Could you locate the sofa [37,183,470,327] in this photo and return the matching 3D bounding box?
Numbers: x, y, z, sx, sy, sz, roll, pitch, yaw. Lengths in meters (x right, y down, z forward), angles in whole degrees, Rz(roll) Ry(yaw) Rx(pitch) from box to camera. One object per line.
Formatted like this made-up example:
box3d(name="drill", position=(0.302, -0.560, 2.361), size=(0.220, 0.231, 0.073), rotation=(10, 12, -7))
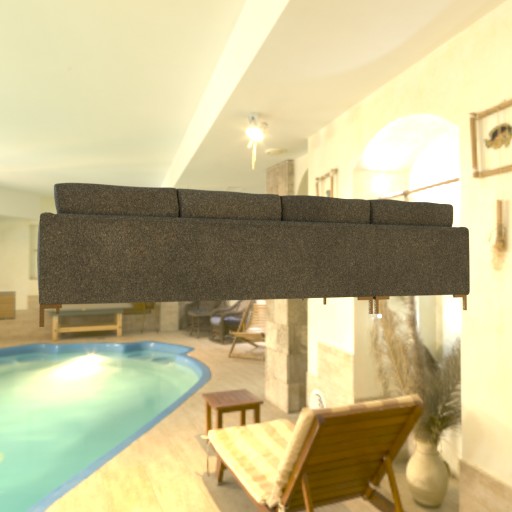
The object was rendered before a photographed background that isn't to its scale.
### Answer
box3d(name="sofa", position=(0.000, 0.000, 3.440), size=(2.932, 0.810, 1.350), rotation=(0, -1, -18))
